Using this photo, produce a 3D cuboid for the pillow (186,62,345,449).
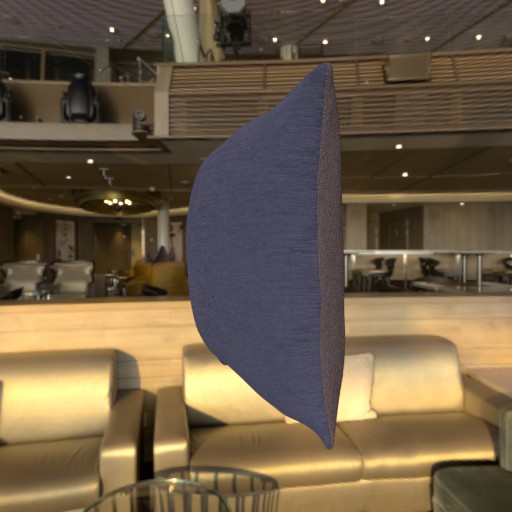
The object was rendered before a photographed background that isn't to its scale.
[{"bbox_3d":[0.000,0.000,0.694,0.204,0.439,0.452,0,0,-20],"label":"pillow"}]
